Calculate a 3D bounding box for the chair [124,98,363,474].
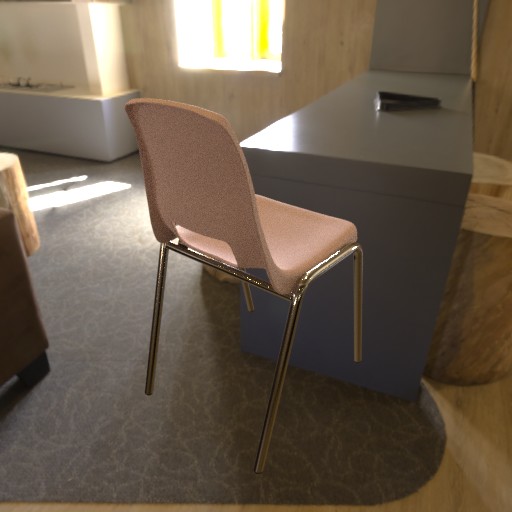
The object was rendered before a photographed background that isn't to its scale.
[{"bbox_3d":[0.000,0.000,0.959,0.381,0.704,0.436,21,36,32],"label":"chair"}]
